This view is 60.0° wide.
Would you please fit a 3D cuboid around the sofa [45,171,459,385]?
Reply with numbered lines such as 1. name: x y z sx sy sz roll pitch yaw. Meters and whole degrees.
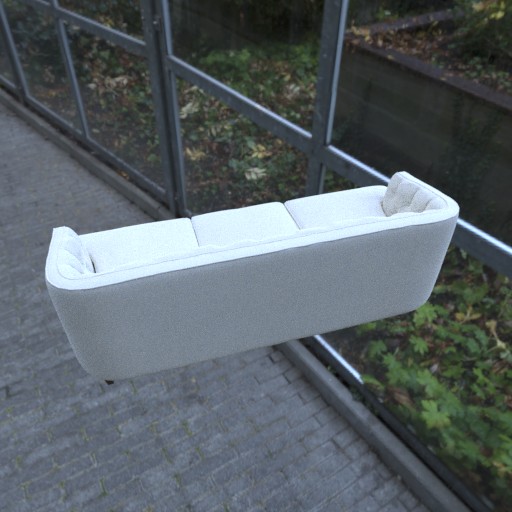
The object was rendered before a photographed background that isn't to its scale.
1. sofa: 0.000 0.000 2.726 2.278 0.855 0.941 -11 42 -12
